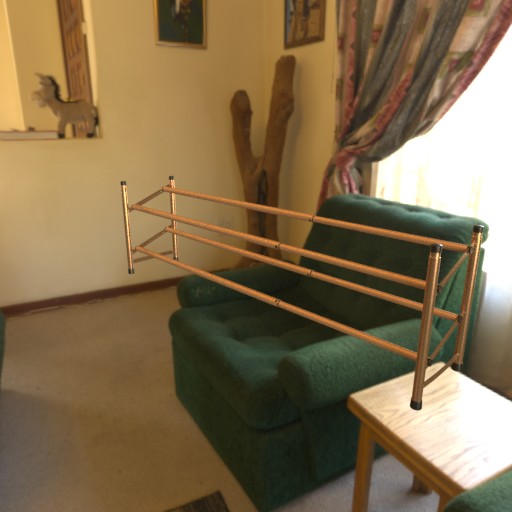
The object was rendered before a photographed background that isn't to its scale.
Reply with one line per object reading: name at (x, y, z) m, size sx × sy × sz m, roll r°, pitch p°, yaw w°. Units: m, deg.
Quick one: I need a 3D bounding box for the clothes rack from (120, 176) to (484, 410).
clothes rack at (0.000, 0.000, 1.317) m, size 0.229 × 0.349 × 1.168 m, roll -17°, pitch 24°, yaw -42°
